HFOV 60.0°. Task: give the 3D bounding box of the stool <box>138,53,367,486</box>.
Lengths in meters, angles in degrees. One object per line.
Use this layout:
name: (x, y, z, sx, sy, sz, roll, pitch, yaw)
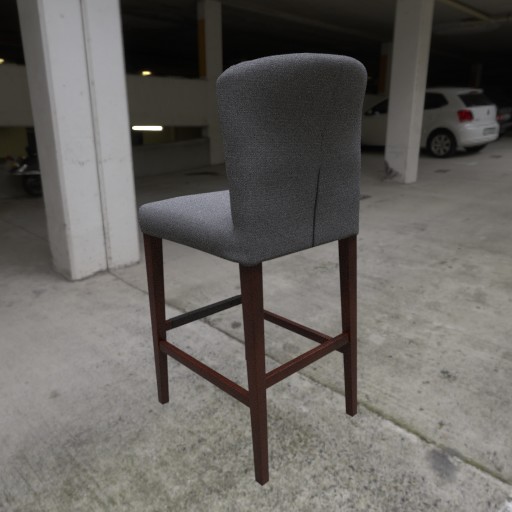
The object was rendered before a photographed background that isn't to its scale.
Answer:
stool: (0.000, 0.000, 1.342, 0.486, 1.069, 0.568, -16, 23, -42)
